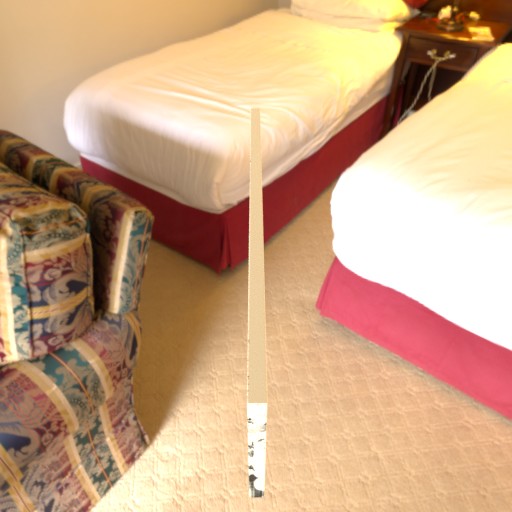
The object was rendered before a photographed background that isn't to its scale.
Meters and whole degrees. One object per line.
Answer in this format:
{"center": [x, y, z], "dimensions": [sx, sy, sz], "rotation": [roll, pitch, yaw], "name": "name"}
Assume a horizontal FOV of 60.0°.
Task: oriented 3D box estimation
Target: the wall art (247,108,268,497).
{"center": [0.000, 0.000, 1.674], "dimensions": [0.044, 0.507, 1.520], "rotation": [0, 41, 0], "name": "wall art"}
